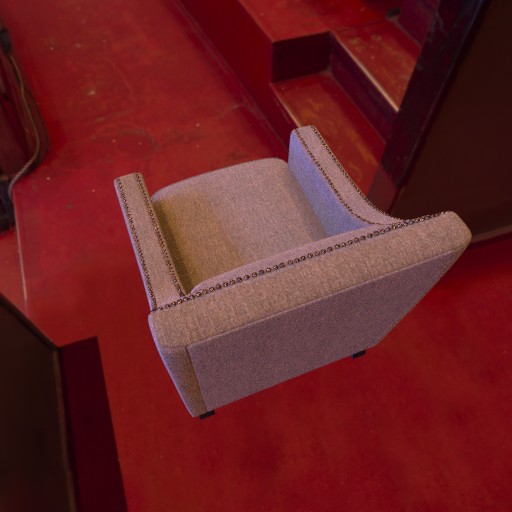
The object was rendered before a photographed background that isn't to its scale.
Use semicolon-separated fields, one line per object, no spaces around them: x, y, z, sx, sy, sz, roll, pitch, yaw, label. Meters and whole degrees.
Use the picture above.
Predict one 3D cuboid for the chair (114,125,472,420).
0.000;0.000;1.566;0.776;0.967;0.884;-18;58;-12;chair
